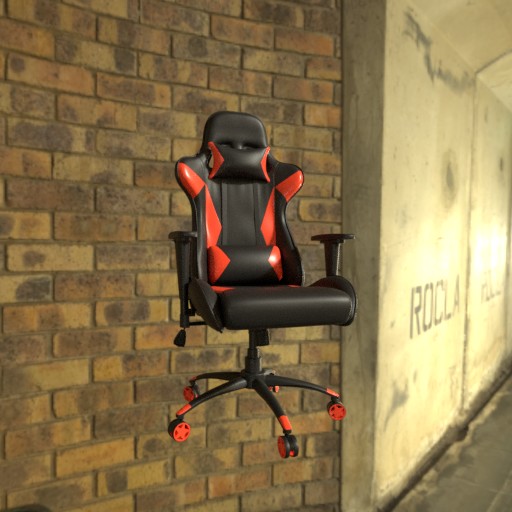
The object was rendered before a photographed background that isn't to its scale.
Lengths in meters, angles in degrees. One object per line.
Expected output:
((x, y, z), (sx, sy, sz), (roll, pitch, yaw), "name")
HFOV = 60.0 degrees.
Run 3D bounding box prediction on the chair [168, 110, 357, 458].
((0.000, 0.000, 1.719), (0.695, 1.282, 0.730), (0, 0, -19), "chair")
